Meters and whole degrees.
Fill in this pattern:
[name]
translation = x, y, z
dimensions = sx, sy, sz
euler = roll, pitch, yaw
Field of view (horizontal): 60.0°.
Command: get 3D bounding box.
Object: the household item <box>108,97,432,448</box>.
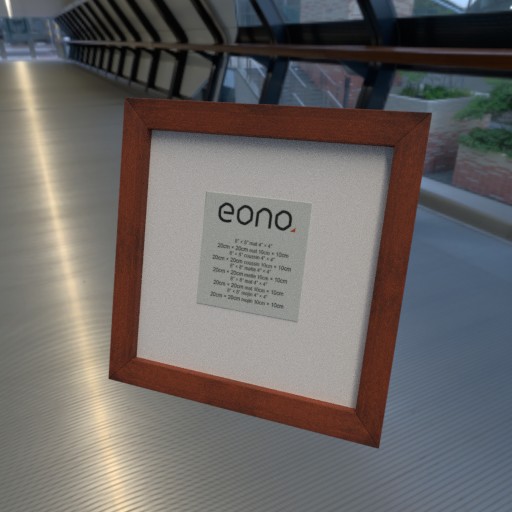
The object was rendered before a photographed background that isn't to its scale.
[household item]
translation = 0.000, 0.000, 0.374
dimensions = 0.240, 0.240, 0.131
euler = 9, 28, 16
